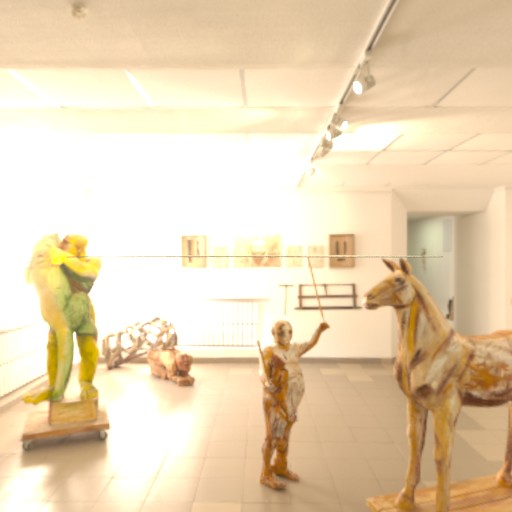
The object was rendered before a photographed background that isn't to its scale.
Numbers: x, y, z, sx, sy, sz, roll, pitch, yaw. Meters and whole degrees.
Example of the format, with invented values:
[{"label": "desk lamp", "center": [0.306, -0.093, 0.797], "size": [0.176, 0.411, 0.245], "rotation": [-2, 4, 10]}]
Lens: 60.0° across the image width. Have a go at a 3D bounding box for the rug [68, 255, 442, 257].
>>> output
[{"label": "rug", "center": [0.000, 0.000, 3.008], "size": [1.524, 0.005, 2.439], "rotation": [0, 0, 0]}]
